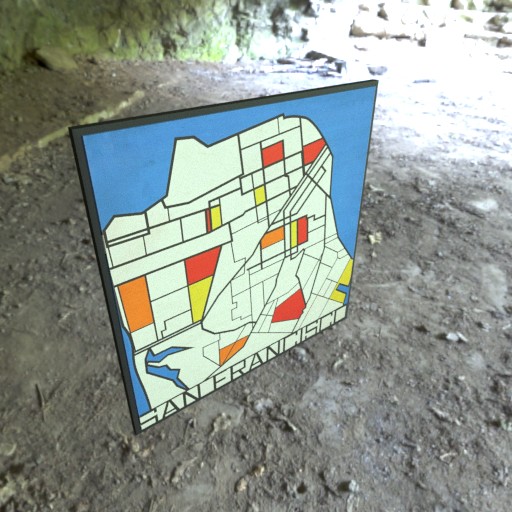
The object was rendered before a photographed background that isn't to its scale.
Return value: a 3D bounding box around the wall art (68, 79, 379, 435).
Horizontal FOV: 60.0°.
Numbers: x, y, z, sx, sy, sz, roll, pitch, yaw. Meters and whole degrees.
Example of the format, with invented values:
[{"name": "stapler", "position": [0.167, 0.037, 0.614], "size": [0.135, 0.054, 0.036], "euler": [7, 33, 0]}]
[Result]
[{"name": "wall art", "position": [0.000, 0.000, 0.670], "size": [0.458, 0.457, 0.013], "euler": [-21, 37, -31]}]
